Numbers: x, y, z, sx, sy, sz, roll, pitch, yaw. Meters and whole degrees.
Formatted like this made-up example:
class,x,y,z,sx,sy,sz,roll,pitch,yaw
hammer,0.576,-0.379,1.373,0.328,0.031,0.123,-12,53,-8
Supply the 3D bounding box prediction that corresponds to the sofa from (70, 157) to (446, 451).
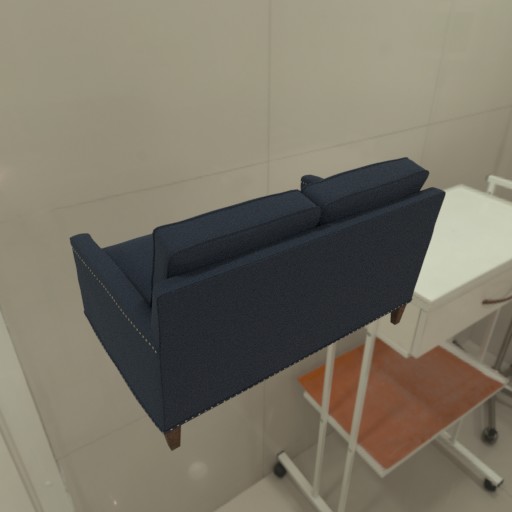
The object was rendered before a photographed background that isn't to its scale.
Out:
class,x,y,z,sx,sy,sz,roll,pitch,yaw
sofa,0.000,0.000,2.295,1.597,1.003,1.084,-20,36,-30
